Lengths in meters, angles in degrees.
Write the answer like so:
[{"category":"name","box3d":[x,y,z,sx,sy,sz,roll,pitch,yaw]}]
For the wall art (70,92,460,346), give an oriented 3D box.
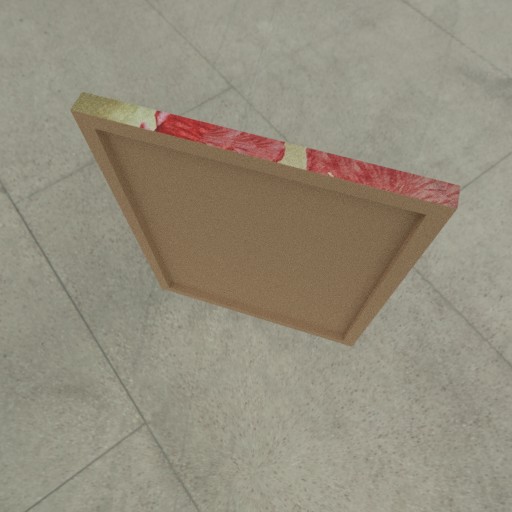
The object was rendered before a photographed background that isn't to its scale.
[{"category":"wall art","box3d":[0.000,0.000,0.677,0.406,0.508,0.028,16,65,8]}]
